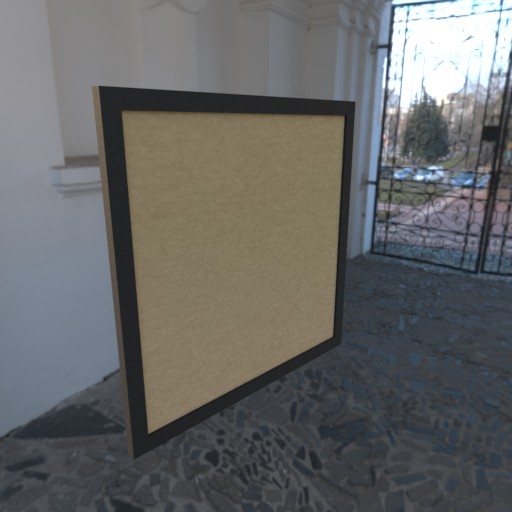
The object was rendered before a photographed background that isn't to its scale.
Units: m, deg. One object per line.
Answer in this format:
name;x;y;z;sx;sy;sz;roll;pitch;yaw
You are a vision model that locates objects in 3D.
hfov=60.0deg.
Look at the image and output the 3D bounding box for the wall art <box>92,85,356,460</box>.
wall art;0.000;0.000;0.524;0.358;0.357;0.012;-15;22;-42
